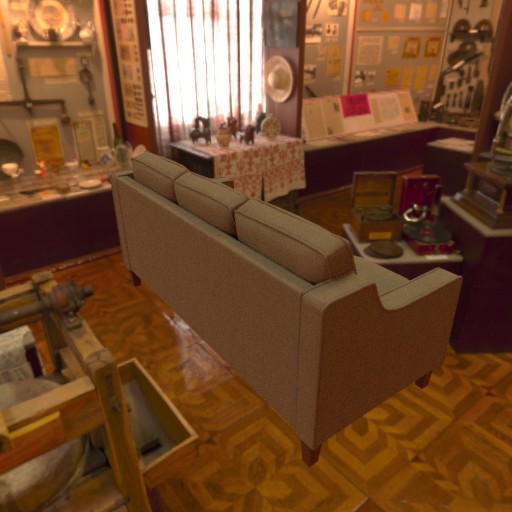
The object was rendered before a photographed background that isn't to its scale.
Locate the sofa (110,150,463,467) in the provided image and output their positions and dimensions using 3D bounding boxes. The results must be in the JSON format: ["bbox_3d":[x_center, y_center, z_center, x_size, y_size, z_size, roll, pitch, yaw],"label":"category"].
[{"bbox_3d":[0.000,0.000,2.552,0.911,0.974,1.986,-18,31,-32],"label":"sofa"}]
